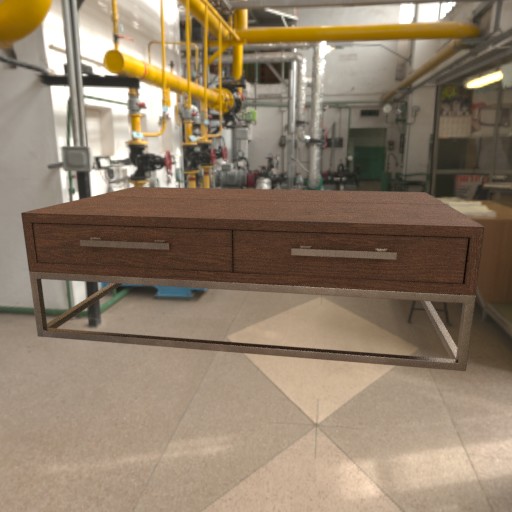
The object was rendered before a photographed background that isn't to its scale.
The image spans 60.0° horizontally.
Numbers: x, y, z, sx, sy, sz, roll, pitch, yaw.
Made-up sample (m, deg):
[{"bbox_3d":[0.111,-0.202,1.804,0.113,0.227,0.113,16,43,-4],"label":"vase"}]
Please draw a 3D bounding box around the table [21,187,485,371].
[{"bbox_3d":[0.000,0.000,1.462,1.167,0.361,0.719,3,15,10],"label":"table"}]
